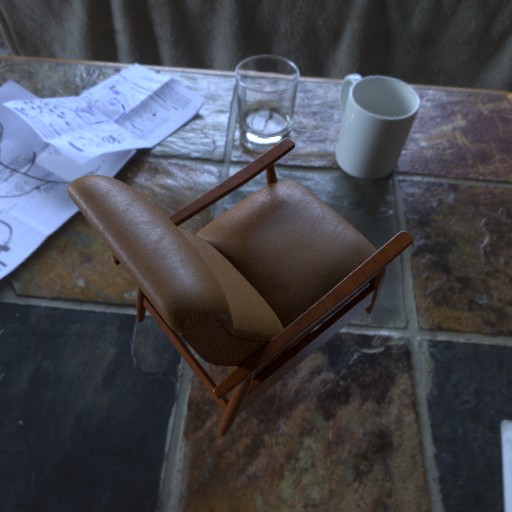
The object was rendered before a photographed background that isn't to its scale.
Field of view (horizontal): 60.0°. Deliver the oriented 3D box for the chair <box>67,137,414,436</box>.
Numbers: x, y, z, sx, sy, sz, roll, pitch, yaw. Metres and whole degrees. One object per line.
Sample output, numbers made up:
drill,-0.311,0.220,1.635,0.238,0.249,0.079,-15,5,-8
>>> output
chair,0.000,0.000,1.814,1.014,1.082,0.762,-34,63,-20
